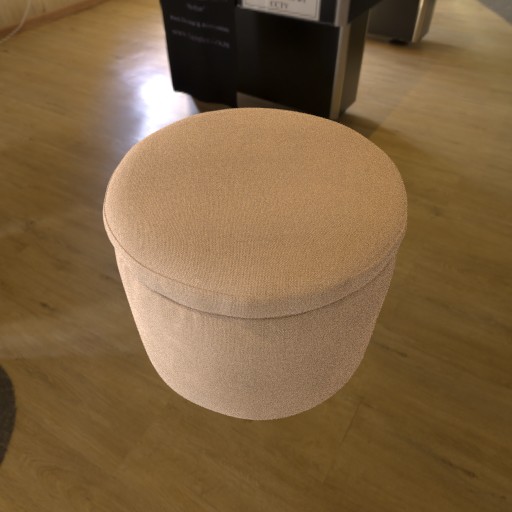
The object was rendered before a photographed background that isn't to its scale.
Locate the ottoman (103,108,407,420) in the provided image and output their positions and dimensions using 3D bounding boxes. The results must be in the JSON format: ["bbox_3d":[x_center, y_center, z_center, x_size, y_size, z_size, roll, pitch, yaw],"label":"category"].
[{"bbox_3d":[0.000,0.000,0.851,0.497,0.409,0.497,0,46,0],"label":"ottoman"}]
